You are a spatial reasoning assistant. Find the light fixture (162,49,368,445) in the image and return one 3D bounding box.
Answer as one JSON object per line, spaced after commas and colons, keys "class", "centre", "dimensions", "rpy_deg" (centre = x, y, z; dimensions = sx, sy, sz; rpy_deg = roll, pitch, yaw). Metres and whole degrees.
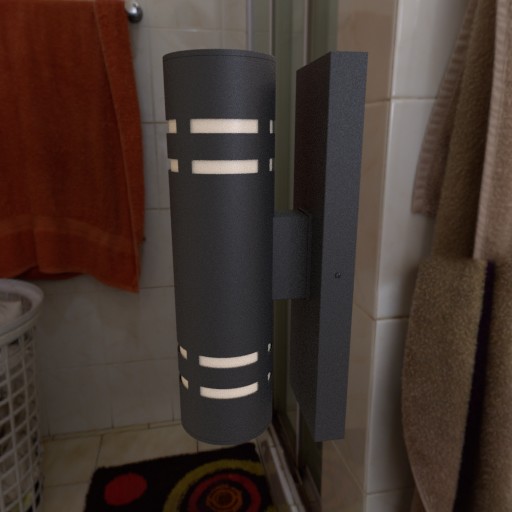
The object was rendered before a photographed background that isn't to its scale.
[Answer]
{"class": "light fixture", "centre": [0.000, 0.000, 0.404], "dimensions": [0.149, 0.330, 0.105], "rpy_deg": [-2, 16, -9]}
